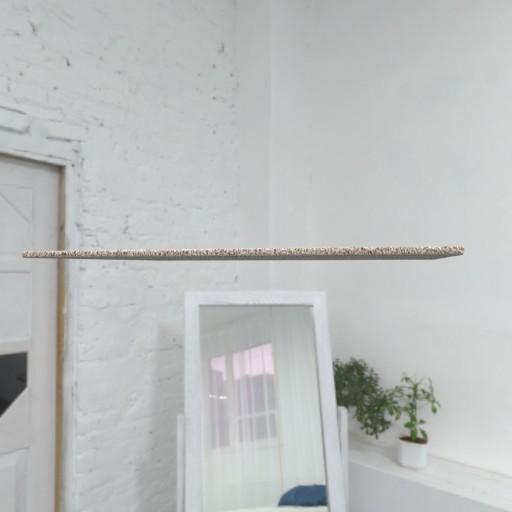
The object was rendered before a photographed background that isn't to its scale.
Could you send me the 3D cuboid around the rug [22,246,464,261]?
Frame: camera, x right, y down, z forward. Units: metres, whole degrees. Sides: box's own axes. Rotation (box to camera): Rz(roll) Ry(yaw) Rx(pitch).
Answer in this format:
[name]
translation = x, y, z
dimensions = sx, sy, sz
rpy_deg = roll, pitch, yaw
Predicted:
[rug]
translation = 0.000, 0.000, 2.244
dimensions = 1.778, 0.030, 1.219
rpy_deg = 0, -1, 18
